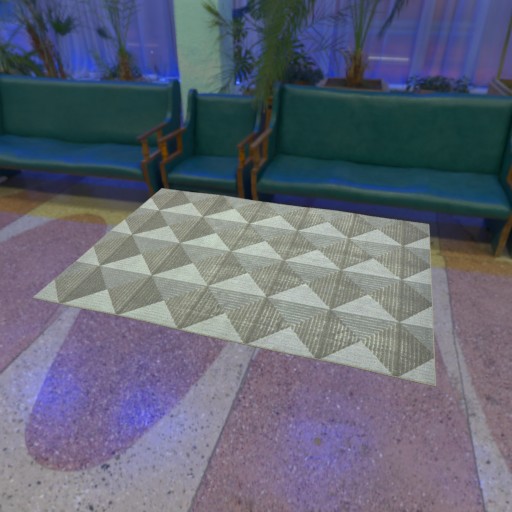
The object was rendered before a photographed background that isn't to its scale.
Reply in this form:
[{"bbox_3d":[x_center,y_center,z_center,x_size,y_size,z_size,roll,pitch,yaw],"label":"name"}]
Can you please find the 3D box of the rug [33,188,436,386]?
[{"bbox_3d":[0.000,0.000,4.428,3.333,0.027,2.428,9,34,14],"label":"rug"}]
